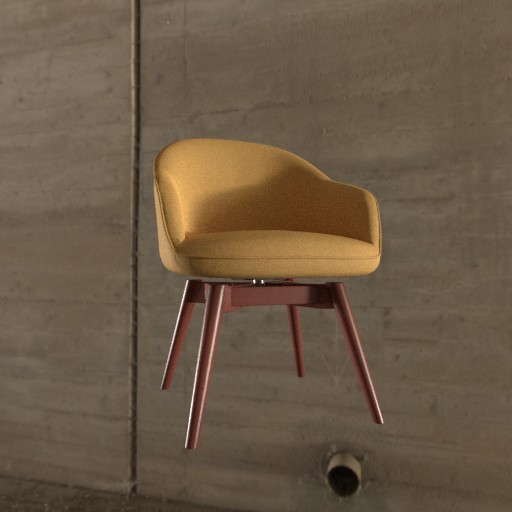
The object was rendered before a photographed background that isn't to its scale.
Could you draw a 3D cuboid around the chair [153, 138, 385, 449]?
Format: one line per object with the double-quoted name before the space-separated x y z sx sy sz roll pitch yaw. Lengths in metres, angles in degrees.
"chair" 0.000 0.000 1.267 0.596 0.823 0.635 0 -1 -18
